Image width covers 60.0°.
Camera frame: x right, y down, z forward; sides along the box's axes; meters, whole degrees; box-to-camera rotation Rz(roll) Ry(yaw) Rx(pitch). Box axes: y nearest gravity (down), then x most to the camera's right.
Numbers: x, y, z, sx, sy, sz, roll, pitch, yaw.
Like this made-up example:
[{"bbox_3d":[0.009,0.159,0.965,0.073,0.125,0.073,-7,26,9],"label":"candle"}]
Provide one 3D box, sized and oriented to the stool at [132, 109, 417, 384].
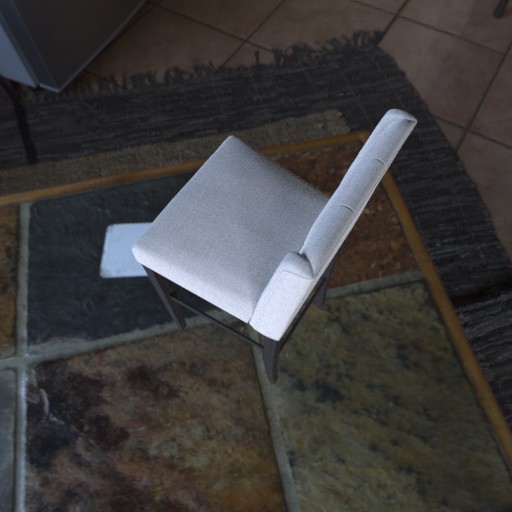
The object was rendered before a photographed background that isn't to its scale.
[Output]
[{"bbox_3d":[0.000,0.000,1.366,0.509,1.116,0.474,30,67,14],"label":"stool"}]
